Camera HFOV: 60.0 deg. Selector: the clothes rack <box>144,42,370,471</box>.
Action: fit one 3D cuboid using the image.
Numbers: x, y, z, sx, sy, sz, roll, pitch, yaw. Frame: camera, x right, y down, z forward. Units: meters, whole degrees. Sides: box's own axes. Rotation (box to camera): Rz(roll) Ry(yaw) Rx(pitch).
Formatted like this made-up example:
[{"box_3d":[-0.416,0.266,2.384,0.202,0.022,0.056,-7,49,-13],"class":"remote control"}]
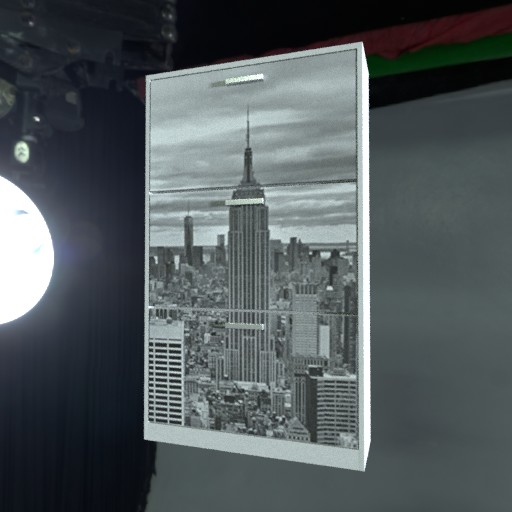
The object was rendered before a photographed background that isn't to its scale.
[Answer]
[{"box_3d":[0.000,0.000,1.545,0.750,1.280,0.250,0,-1,19],"class":"clothes rack"}]
